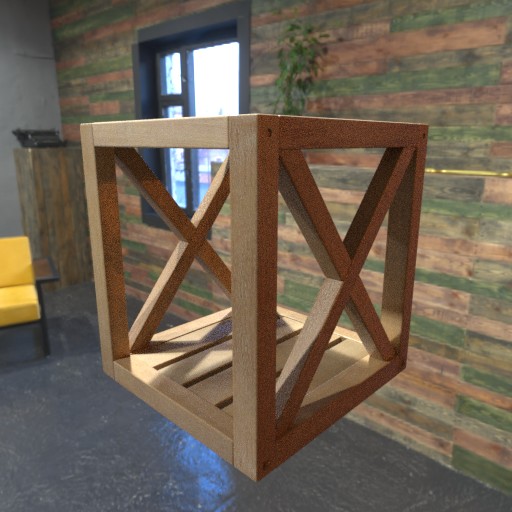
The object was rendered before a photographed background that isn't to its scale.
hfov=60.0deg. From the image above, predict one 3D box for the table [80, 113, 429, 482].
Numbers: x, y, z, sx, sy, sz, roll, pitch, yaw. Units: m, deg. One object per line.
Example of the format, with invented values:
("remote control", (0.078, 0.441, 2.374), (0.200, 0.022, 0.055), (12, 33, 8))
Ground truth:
("table", (0.000, 0.000, 1.064), (0.558, 0.610, 0.559), (14, 20, 42))
